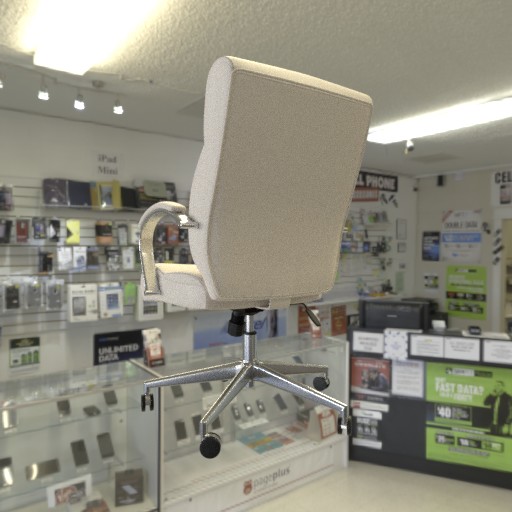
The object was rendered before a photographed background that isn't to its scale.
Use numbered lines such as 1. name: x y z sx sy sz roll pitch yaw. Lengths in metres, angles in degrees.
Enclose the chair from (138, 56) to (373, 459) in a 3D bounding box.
1. chair: 0.000 0.000 1.590 0.727 1.099 0.745 -1 1 -34
